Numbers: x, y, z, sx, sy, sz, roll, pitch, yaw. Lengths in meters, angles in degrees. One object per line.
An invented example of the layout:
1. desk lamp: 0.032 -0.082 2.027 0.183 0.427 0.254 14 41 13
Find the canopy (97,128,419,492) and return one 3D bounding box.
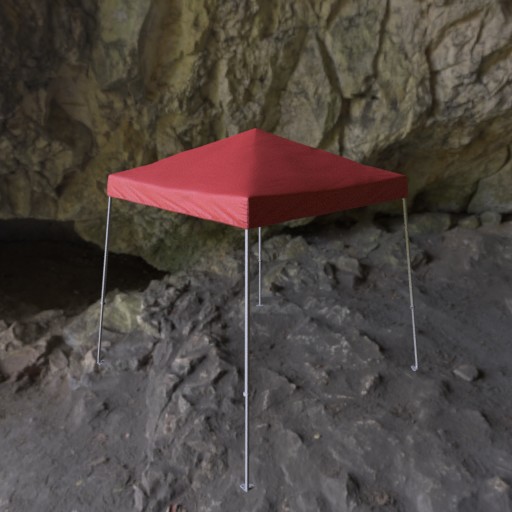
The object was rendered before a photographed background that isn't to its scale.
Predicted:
1. canopy: 0.000 0.000 5.146 2.849 2.849 2.848 -14 21 -41
